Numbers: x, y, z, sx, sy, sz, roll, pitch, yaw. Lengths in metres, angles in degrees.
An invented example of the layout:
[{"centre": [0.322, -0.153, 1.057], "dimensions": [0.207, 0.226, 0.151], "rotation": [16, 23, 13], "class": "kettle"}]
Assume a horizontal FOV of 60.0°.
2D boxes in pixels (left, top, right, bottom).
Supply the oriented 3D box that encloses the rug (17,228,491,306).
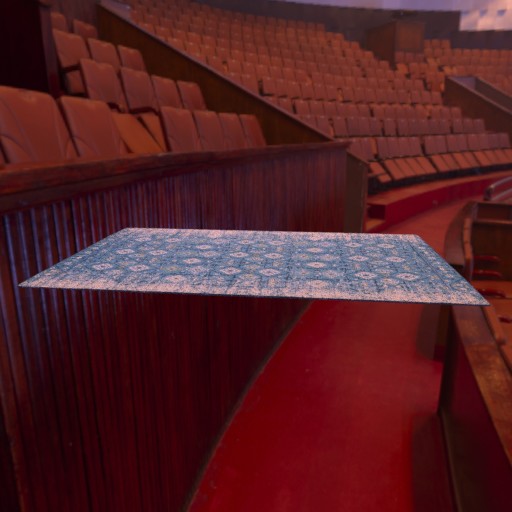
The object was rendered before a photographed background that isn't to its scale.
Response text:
[{"centre": [0.000, 0.000, 2.172], "dimensions": [1.795, 0.008, 1.102], "rotation": [2, 16, 6], "class": "rug"}]
